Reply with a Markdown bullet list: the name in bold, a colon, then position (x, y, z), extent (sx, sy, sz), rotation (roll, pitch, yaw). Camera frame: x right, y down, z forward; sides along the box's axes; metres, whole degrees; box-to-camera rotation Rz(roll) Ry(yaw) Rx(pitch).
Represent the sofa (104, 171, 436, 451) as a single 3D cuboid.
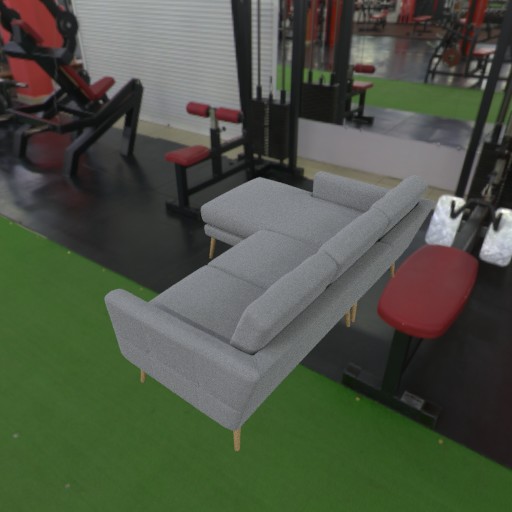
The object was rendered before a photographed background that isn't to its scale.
- **sofa**: position (0.000, 0.000, 2.828), extent (1.530, 0.860, 2.040), rotation (23, 39, 31)
